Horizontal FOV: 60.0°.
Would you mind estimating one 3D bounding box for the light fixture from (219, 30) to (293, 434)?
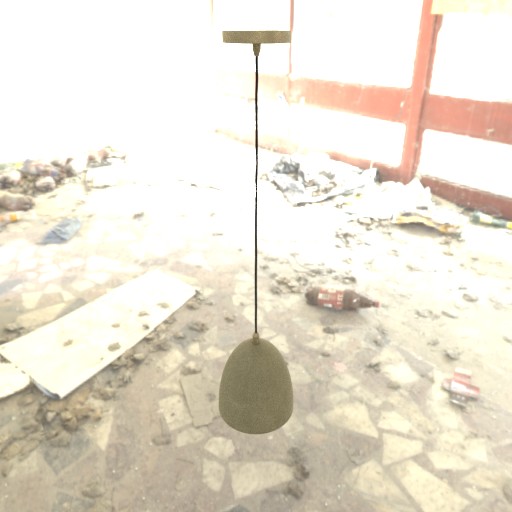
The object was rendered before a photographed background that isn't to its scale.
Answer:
[{"bbox_3d":[0.000,0.000,0.837,0.170,0.759,0.170,-8,28,-15],"label":"light fixture"}]
